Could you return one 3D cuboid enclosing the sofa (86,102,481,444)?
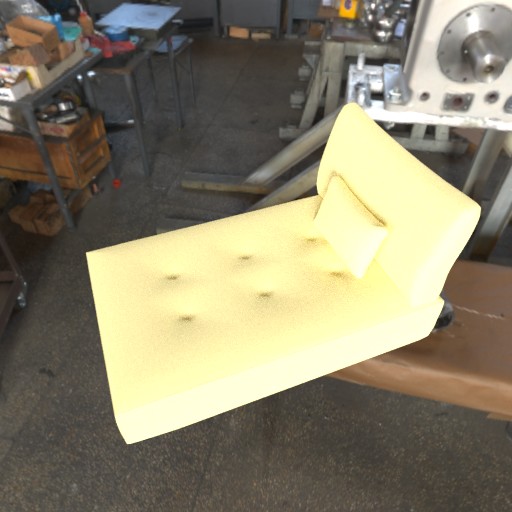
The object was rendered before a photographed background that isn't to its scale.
[{"bbox_3d":[0.000,0.000,1.984,1.450,0.820,0.930,-15,46,-15],"label":"sofa"}]
